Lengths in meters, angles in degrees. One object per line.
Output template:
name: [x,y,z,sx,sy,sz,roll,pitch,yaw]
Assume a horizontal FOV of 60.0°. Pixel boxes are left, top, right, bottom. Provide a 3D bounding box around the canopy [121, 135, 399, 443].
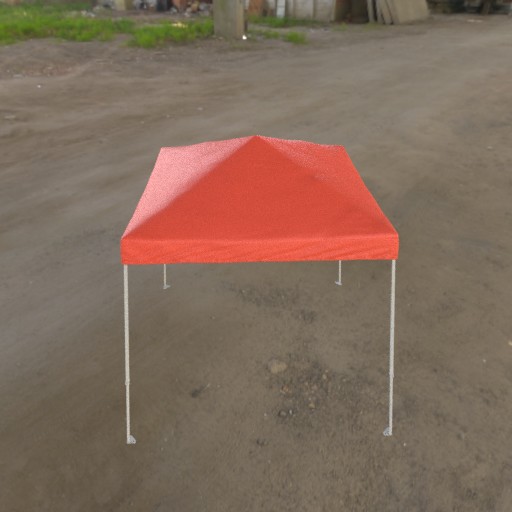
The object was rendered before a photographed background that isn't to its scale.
canopy: [0.000,0.000,5.198,2.850,2.850,2.849,-1,32,-2]
